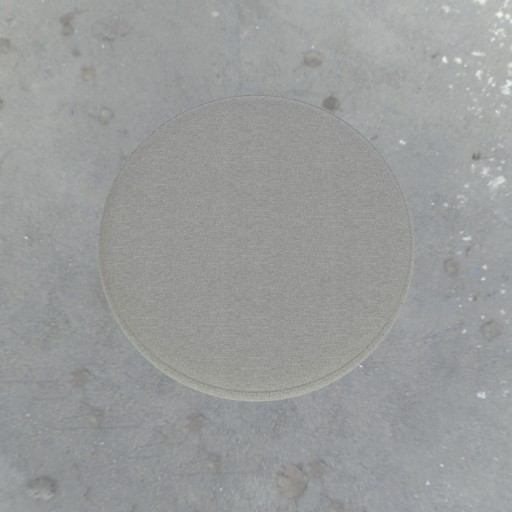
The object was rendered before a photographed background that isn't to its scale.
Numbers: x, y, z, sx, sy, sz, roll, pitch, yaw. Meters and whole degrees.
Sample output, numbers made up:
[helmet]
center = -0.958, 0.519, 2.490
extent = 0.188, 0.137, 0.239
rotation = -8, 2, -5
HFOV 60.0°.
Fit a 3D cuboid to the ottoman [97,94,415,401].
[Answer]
[ottoman]
center = 0.000, 0.000, 1.002
extent = 0.608, 0.433, 0.608
rotation = 0, 76, 0
